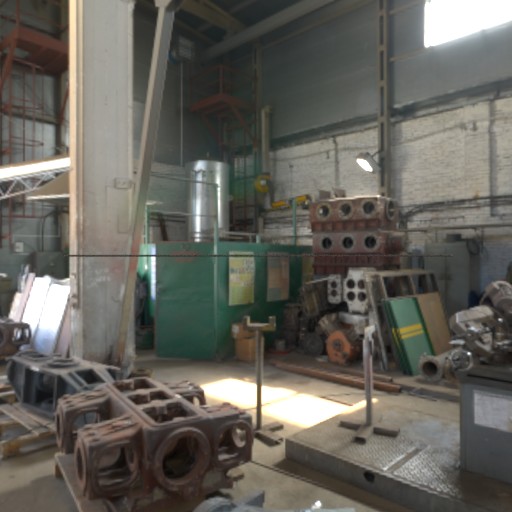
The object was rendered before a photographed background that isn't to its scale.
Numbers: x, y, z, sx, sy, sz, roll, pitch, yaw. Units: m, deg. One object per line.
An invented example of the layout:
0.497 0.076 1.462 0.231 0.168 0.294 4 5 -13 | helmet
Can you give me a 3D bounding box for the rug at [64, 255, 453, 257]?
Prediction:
0.000 0.000 2.929 1.600 0.008 2.235 0 0 -1 | rug
